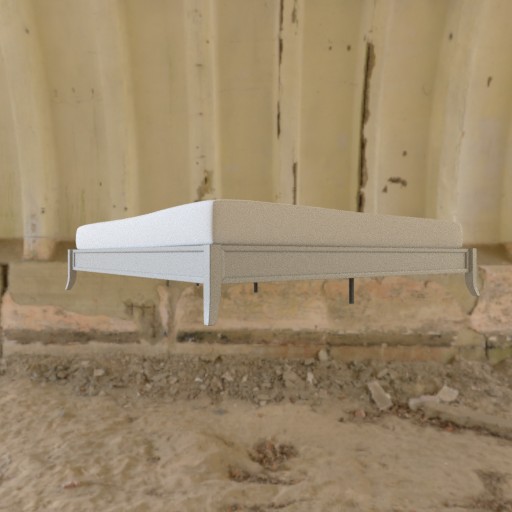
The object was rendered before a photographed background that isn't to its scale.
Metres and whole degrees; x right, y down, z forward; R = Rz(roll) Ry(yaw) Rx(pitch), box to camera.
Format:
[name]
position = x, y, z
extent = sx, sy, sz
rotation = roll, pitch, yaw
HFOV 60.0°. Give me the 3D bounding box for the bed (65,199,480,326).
[bed]
position = 0.000, 0.000, 3.084
extent = 2.007, 0.510, 2.108
rotation = 0, 0, -37
